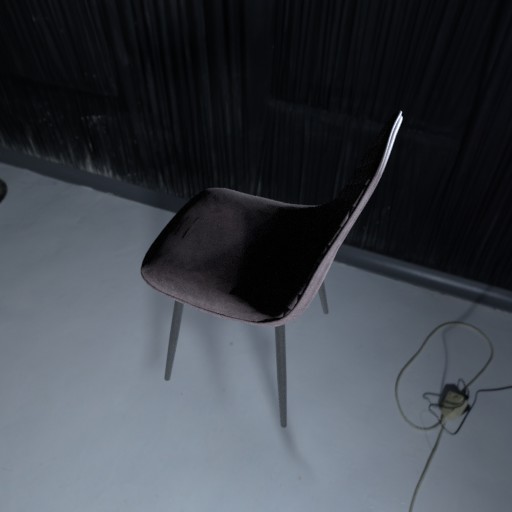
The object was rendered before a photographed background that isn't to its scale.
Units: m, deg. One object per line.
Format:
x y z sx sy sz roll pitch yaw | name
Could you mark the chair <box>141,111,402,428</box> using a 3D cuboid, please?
0.000 0.000 1.206 0.561 0.889 0.472 17 48 15 | chair
